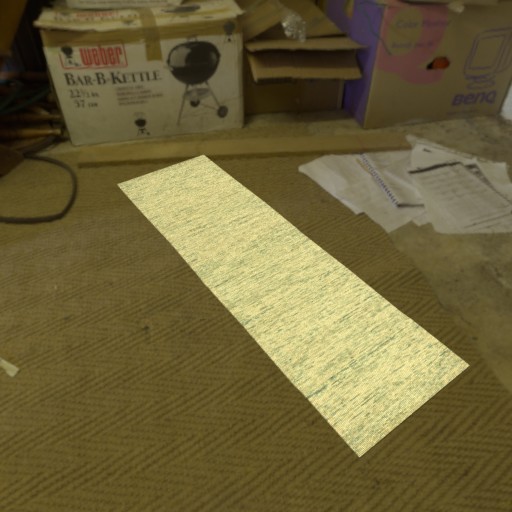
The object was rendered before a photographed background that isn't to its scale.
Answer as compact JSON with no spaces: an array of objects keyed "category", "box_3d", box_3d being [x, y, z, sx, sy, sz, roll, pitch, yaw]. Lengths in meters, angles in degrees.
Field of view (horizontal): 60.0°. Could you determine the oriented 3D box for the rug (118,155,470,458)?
[{"category":"rug","box_3d":[0.000,0.000,2.501,0.700,0.014,2.290,-26,48,-26]}]
